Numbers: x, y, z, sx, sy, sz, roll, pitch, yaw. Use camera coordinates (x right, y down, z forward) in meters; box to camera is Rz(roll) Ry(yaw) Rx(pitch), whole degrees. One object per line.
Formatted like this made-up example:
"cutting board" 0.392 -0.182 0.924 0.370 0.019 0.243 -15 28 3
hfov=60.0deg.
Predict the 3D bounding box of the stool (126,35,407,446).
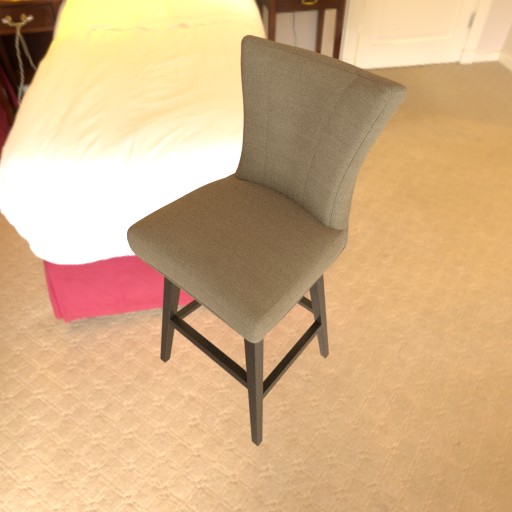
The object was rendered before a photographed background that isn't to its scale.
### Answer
"stool" 0.000 0.000 1.387 0.514 1.086 0.574 32 54 28
